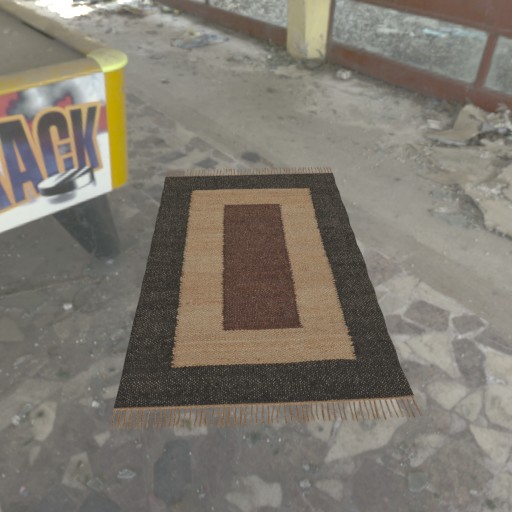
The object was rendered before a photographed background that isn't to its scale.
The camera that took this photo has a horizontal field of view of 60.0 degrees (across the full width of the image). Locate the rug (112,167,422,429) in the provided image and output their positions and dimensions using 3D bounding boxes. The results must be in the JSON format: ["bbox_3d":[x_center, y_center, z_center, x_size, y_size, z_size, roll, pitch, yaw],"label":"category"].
[{"bbox_3d":[0.000,0.000,1.877,0.920,0.013,1.541,-2,40,-2],"label":"rug"}]
